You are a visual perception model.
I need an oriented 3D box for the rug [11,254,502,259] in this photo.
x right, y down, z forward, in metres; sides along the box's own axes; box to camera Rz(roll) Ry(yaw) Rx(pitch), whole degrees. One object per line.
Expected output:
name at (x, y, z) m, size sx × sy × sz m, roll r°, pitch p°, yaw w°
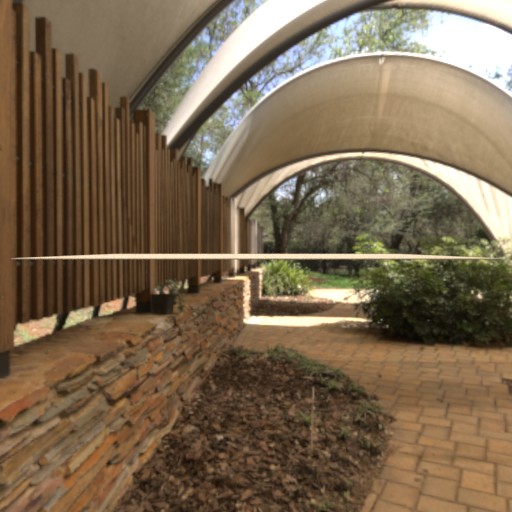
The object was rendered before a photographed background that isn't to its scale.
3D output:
rug at (0.000, 0.000, 2.826) m, size 2.289 × 0.006 × 1.523 m, roll 0°, pitch 1°, yaw 0°
